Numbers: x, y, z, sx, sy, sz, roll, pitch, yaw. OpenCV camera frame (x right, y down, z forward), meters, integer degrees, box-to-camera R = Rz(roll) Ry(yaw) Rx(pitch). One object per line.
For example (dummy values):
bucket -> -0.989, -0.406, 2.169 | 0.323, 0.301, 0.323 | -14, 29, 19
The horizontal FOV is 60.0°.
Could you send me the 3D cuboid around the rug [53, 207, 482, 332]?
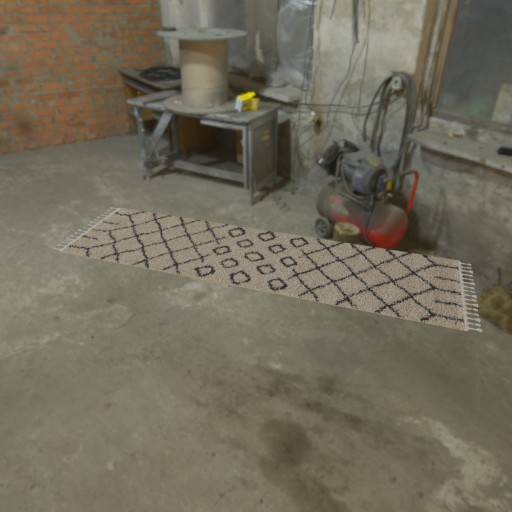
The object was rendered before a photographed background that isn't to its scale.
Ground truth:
rug -> 0.000, 0.000, 2.679 | 2.464, 0.005, 0.660 | 10, 33, 16
